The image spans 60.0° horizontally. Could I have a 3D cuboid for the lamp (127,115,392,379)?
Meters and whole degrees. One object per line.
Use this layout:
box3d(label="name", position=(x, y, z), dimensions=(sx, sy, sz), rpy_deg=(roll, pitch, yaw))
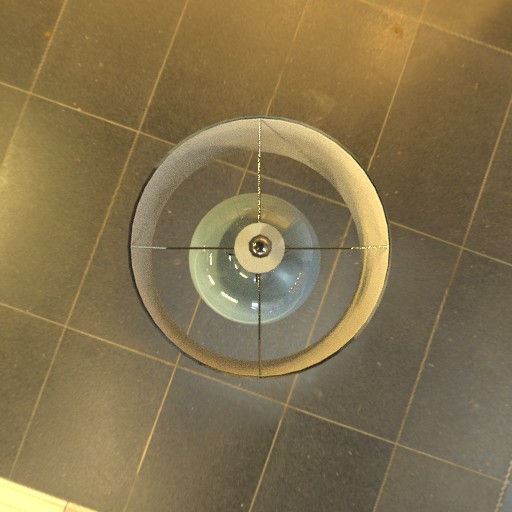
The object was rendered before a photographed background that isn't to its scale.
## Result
box3d(label="lamp", position=(0.000, 0.000, 0.536), dimensions=(0.247, 0.387, 0.247), rpy_deg=(0, 88, -1))
